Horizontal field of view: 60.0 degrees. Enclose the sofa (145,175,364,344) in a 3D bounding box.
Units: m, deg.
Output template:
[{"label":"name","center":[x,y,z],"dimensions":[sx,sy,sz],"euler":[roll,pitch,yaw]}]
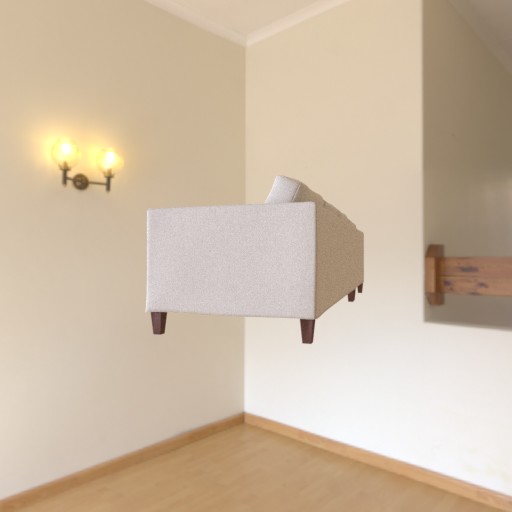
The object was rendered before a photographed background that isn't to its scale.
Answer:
[{"label":"sofa","center":[0.000,0.000,3.854],"dimensions":[1.625,0.846,3.186],"euler":[0,0,18]}]
